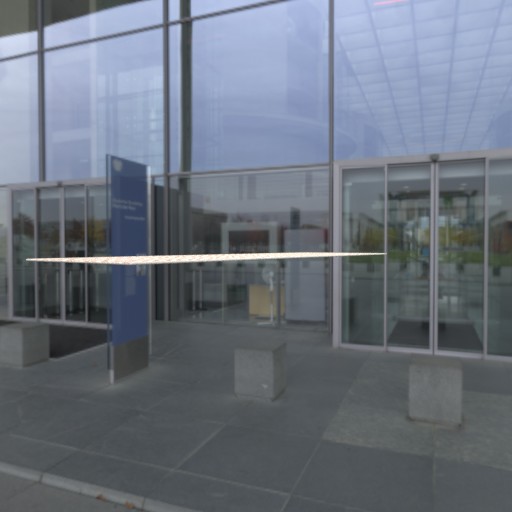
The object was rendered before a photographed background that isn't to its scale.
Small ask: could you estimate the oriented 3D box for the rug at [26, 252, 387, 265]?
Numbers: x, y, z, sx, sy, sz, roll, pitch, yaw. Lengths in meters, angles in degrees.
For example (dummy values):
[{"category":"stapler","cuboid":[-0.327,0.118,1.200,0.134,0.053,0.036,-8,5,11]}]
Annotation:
[{"category":"rug","cuboid":[0.000,0.000,2.729,0.750,0.009,2.435,1,2,37]}]
